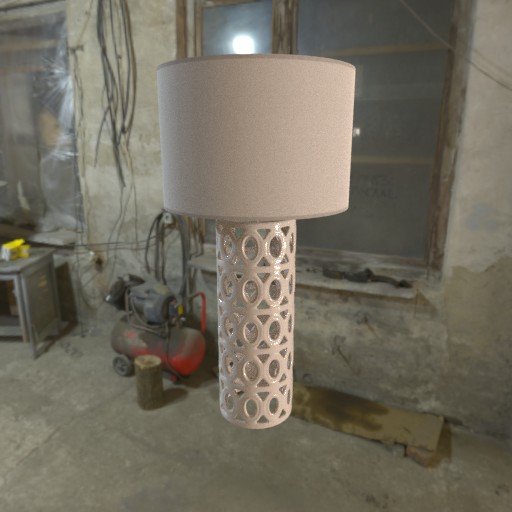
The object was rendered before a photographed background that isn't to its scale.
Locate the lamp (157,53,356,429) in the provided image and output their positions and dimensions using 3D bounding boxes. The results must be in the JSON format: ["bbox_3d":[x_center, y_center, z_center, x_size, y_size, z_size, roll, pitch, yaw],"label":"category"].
[{"bbox_3d":[0.000,0.000,0.821,0.325,0.636,0.324,-2,15,-9],"label":"lamp"}]
